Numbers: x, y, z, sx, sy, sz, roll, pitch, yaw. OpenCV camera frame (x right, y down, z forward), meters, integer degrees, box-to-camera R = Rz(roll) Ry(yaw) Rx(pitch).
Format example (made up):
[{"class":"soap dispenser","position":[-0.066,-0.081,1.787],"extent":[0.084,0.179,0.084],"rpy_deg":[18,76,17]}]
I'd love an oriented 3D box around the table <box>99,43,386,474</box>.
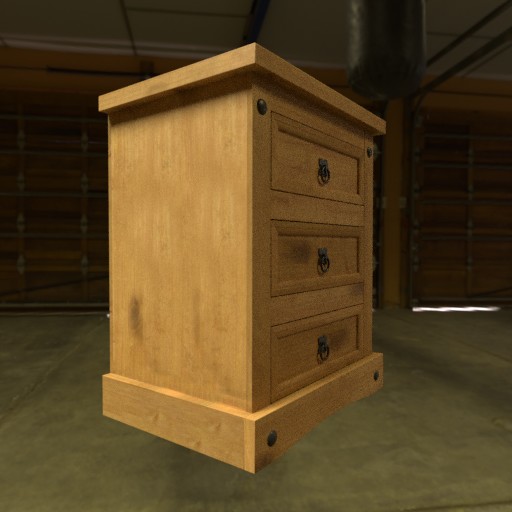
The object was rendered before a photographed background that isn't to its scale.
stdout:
[{"class":"table","position":[0.000,0.000,1.244],"extent":[0.500,0.813,0.660],"rpy_deg":[1,2,37]}]
